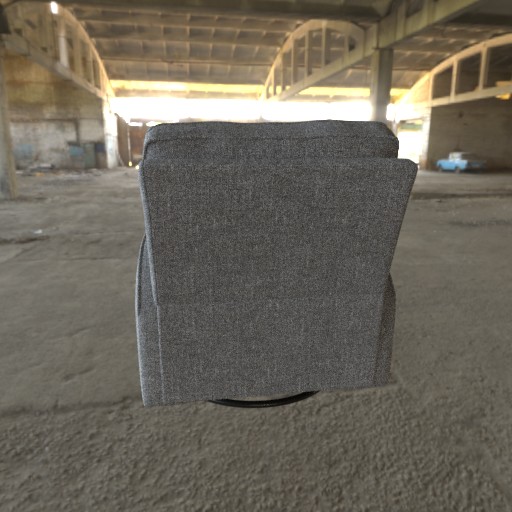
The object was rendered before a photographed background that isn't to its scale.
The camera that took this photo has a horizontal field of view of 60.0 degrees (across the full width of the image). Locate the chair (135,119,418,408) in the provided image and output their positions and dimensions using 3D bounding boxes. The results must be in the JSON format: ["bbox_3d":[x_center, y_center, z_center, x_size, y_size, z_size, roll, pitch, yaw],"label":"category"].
[{"bbox_3d":[0.000,0.000,1.681,0.861,0.962,0.964,-2,14,-9],"label":"chair"}]
